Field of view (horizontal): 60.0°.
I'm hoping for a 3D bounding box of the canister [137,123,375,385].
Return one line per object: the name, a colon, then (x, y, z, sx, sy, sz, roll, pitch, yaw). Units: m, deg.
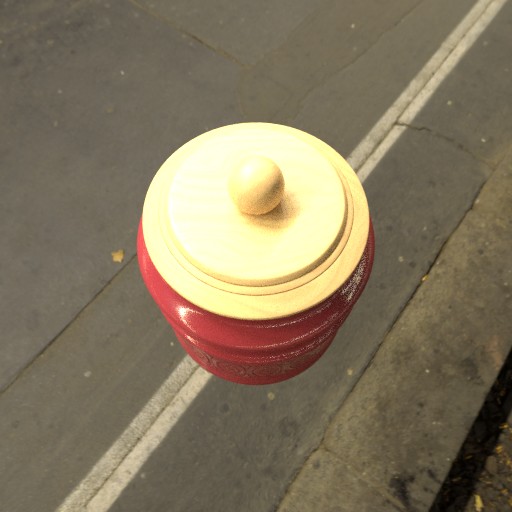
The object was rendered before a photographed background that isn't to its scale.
canister: (0.000, 0.000, 0.269, 0.130, 0.176, 0.130, 0, 65, 0)
